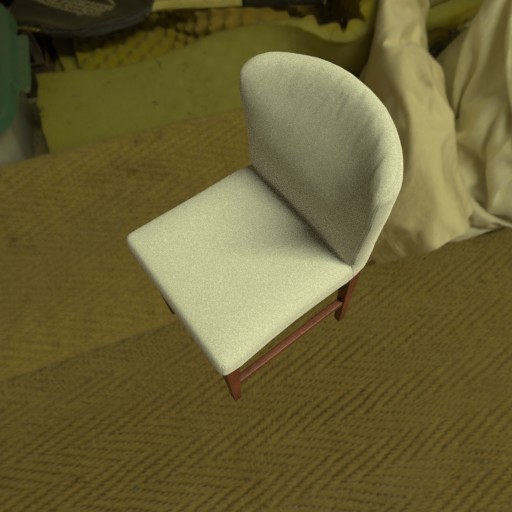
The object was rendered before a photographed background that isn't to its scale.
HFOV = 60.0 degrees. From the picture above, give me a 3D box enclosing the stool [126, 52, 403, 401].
[{"bbox_3d":[0.000,0.000,1.284,0.568,0.968,0.479,-34,68,-16],"label":"stool"}]
